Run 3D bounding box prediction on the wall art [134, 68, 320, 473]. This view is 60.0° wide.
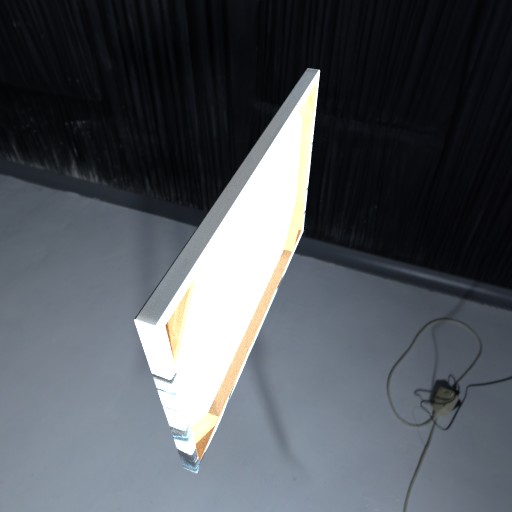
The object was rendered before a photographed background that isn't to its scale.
[{"bbox_3d":[0.000,0.000,1.151,0.039,0.609,0.914,15,48,14],"label":"wall art"}]
